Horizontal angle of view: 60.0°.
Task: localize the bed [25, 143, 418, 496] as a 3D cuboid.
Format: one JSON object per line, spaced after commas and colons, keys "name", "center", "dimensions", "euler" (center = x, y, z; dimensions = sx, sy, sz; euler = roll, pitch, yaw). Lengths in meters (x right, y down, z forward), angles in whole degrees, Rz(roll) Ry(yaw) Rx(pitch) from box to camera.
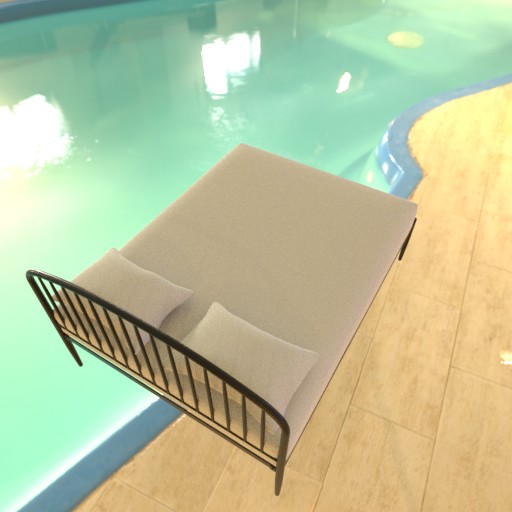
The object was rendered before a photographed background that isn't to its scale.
{"name": "bed", "center": [0.000, 0.000, 3.001], "dimensions": [1.618, 1.166, 2.159], "euler": [24, 52, 21]}
